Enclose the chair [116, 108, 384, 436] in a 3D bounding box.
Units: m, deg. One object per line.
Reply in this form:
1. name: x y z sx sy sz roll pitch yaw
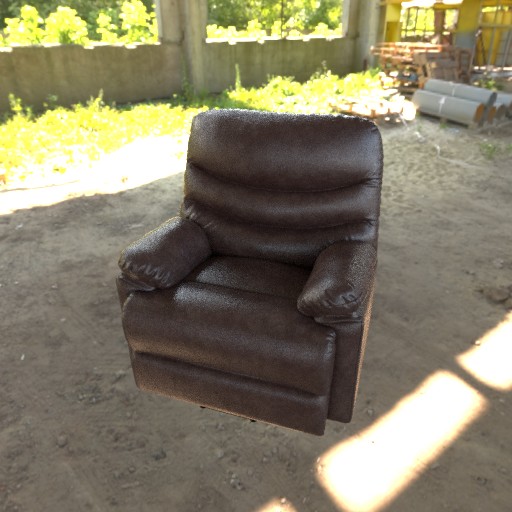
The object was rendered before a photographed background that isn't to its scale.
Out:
1. chair: 0.000 0.000 1.791 0.940 1.041 0.879 9 28 16
